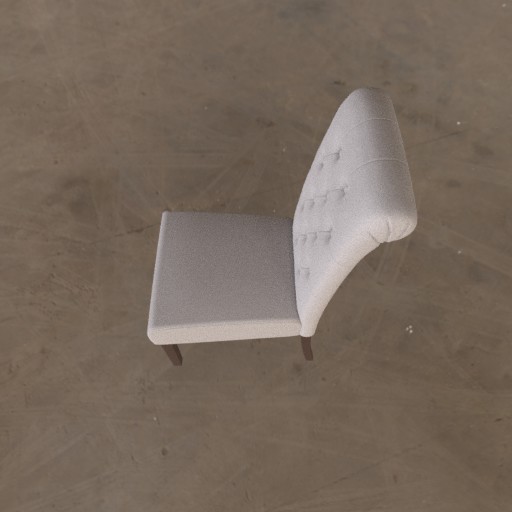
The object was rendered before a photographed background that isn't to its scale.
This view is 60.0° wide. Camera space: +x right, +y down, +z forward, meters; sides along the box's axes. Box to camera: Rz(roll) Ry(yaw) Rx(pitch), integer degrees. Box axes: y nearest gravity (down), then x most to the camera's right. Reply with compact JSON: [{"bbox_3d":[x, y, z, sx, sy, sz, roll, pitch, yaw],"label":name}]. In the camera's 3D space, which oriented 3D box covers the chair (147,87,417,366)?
[{"bbox_3d":[0.000,0.000,1.399,0.671,1.006,0.456,0,59,0],"label":"chair"}]
